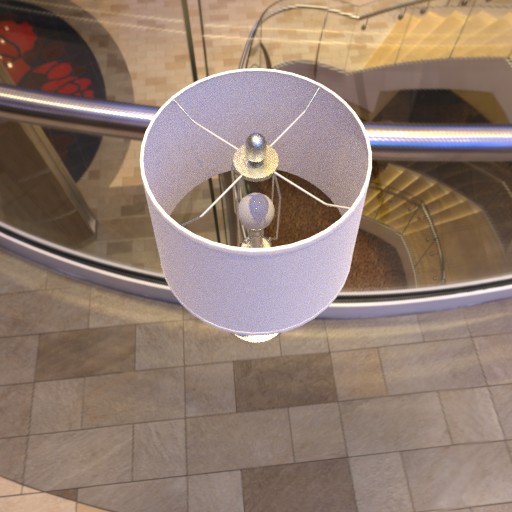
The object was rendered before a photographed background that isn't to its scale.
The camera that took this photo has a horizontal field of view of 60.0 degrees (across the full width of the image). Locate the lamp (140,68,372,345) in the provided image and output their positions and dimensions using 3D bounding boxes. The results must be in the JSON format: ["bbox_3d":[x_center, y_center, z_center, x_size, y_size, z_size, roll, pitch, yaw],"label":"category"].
[{"bbox_3d":[0.000,0.000,0.940,0.383,0.733,0.383,0,63,0],"label":"lamp"}]
